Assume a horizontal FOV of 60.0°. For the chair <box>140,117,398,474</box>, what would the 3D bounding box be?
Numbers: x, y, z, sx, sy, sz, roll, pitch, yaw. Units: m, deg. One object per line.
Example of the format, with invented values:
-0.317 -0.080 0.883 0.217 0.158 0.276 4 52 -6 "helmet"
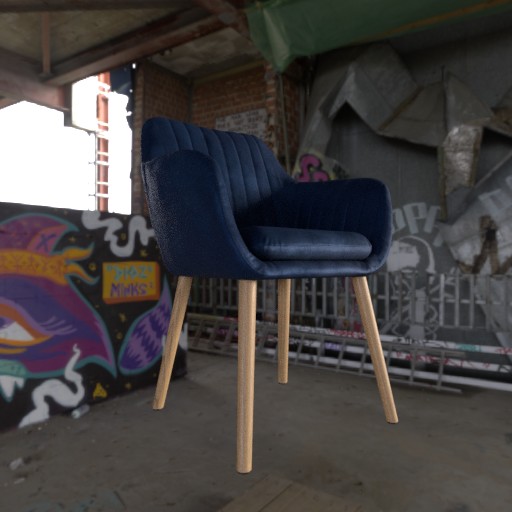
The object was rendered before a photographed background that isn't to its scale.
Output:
0.000 0.000 1.196 0.578 0.826 0.573 0 -1 -35 "chair"
